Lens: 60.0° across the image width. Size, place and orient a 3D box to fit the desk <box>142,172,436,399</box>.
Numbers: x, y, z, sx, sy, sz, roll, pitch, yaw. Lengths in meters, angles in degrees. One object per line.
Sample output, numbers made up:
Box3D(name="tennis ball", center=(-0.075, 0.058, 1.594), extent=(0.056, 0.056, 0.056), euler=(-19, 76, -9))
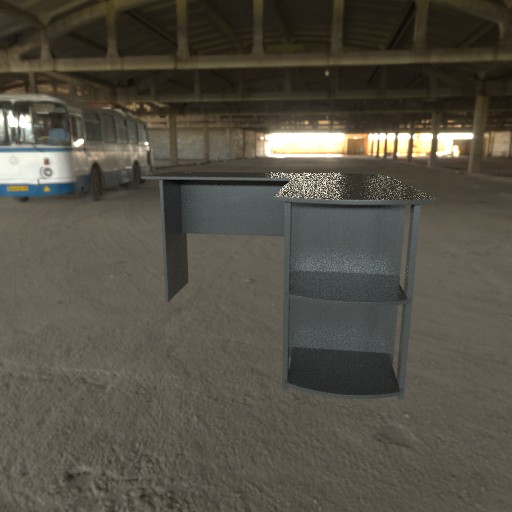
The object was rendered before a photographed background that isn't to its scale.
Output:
Box3D(name="desk", center=(0.000, 0.000, 2.126), extent=(1.303, 0.716, 1.361), euler=(2, 14, 9))
